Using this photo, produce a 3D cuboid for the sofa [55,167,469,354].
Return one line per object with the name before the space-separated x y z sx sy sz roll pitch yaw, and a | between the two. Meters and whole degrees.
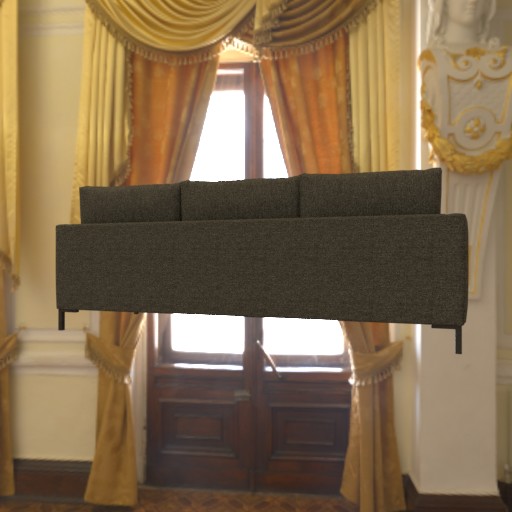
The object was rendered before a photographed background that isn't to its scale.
sofa | 0.000 0.000 2.698 2.253 0.879 0.876 0 0 17
